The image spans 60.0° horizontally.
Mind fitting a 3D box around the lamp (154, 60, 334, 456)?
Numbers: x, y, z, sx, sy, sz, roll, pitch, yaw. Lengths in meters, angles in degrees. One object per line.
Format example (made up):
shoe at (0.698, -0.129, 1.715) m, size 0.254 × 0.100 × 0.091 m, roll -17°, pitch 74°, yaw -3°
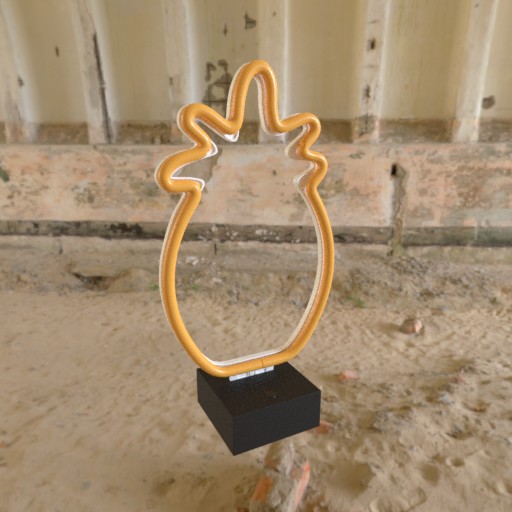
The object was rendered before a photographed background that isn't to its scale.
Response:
lamp at (0.000, 0.000, 0.387) m, size 0.167 × 0.317 × 0.088 m, roll -8°, pitch 17°, yaw -26°
